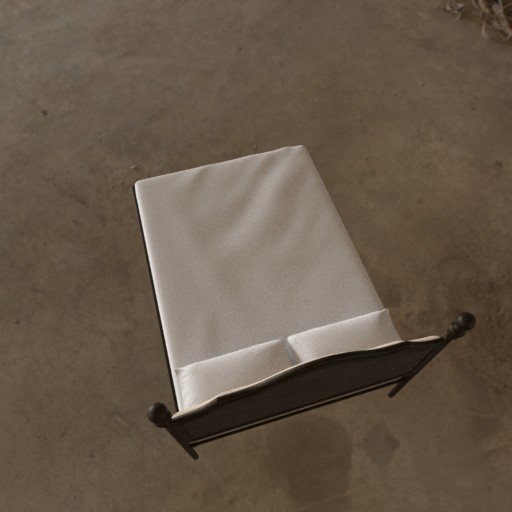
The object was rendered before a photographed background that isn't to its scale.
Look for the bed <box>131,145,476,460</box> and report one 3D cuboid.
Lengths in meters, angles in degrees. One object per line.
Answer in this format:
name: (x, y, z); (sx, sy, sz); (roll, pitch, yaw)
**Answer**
bed: (0.000, 0.000, 3.221); (1.642, 1.499, 2.224); (-14, 60, -8)
